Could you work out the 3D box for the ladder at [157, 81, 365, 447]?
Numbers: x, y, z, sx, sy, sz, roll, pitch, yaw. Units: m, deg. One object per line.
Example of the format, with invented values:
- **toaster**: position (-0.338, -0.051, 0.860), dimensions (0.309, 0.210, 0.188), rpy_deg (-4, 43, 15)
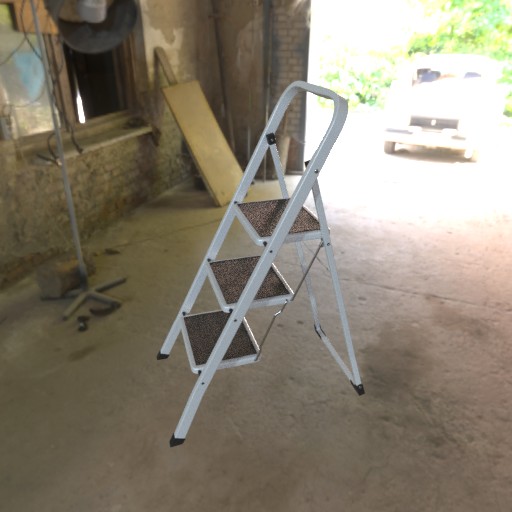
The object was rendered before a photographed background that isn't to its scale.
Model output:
- **ladder**: position (0.000, 0.000, 1.463), dimensions (0.711, 1.050, 0.460), rpy_deg (-8, 29, -15)
